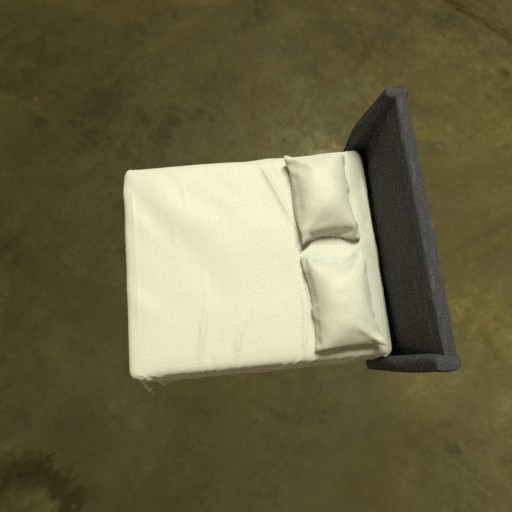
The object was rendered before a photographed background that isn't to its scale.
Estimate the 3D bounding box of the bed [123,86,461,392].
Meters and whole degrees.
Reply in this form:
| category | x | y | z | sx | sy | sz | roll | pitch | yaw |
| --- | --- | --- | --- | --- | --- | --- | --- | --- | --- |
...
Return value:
| category | x | y | z | sx | sy | sz | roll | pitch | yaw |
| --- | --- | --- | --- | --- | --- | --- | --- | --- | --- |
| bed | 0.000 | 0.000 | 3.425 | 2.276 | 1.332 | 1.925 | -5 | 77 | -1 |
